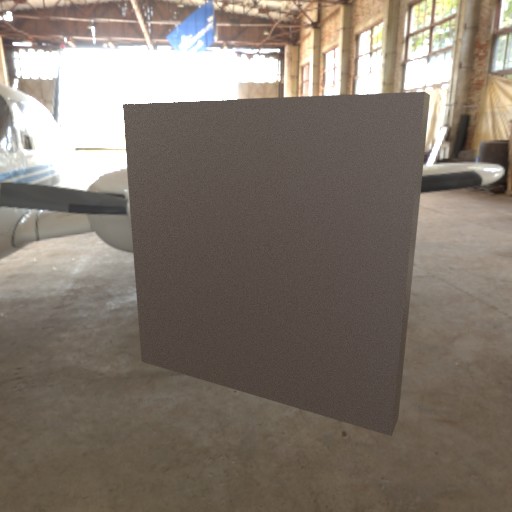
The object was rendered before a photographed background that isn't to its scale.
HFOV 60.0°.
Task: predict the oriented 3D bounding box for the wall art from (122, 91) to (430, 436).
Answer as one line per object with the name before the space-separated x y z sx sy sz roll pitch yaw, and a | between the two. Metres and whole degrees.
wall art | 0.000 0.000 0.525 0.350 0.350 0.038 8 17 26
